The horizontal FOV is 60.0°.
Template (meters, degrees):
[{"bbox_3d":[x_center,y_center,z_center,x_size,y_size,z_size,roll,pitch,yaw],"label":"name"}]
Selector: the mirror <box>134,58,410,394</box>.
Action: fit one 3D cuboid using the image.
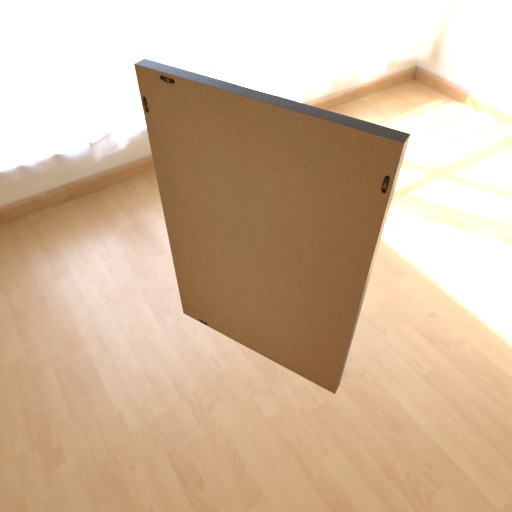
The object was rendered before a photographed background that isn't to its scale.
[{"bbox_3d":[0.000,0.000,1.202,0.609,0.915,0.040,24,51,21],"label":"mirror"}]
